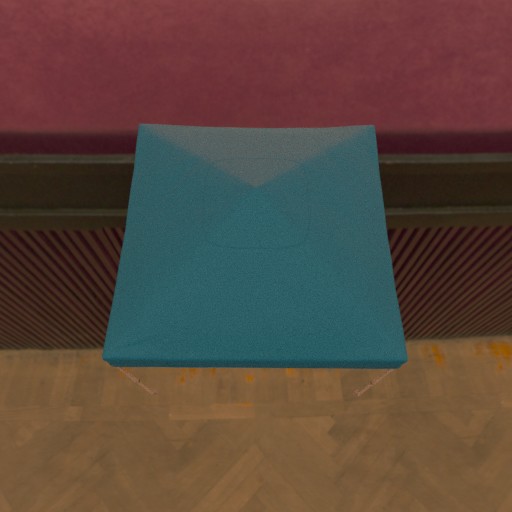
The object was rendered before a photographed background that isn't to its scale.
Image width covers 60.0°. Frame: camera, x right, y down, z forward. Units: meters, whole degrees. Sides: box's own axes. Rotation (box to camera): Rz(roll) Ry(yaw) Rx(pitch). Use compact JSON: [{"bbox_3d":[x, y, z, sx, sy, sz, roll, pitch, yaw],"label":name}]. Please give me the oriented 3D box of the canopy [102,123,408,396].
[{"bbox_3d":[0.000,0.000,5.610,2.998,2.997,2.996,0,64,0],"label":"canopy"}]
